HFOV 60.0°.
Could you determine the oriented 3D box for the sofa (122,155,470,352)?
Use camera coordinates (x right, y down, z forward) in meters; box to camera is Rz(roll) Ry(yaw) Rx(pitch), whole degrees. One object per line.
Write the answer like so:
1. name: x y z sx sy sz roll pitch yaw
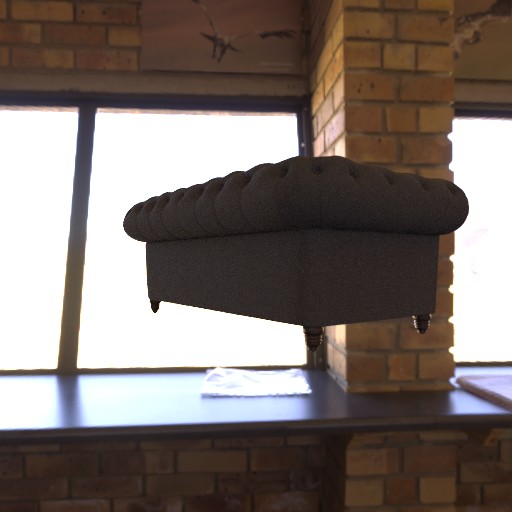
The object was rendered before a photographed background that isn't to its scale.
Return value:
1. sofa: 0.000 0.000 2.523 0.986 0.764 1.998 1 -1 -36
